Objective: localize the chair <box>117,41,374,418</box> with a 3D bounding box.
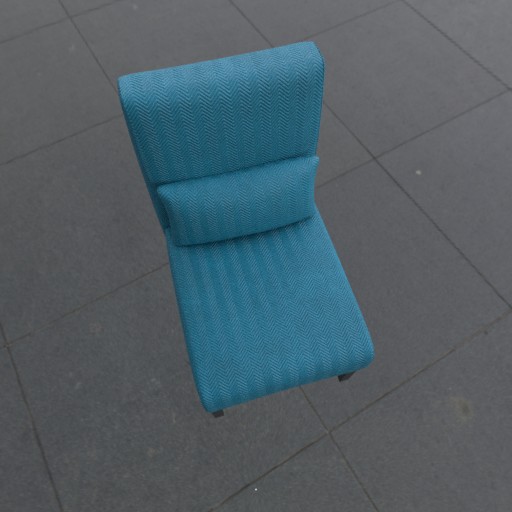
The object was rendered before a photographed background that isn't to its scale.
[{"bbox_3d":[0.000,0.000,1.437,0.579,0.927,0.808,-14,63,-7],"label":"chair"}]
